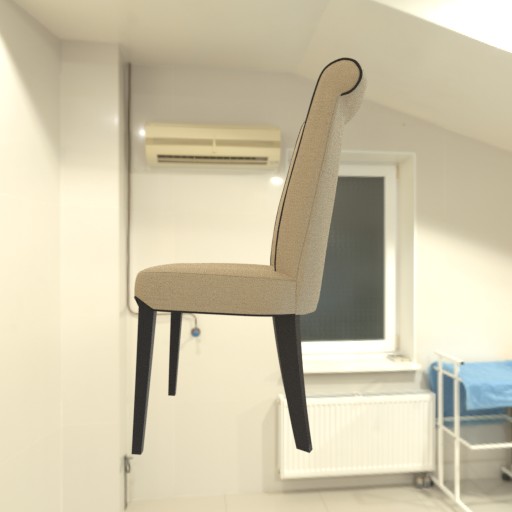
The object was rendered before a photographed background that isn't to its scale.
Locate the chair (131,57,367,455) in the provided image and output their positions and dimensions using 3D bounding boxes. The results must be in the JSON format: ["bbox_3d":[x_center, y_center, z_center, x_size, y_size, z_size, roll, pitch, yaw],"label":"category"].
[{"bbox_3d":[0.000,0.000,1.349,0.623,0.997,0.522,0,0,0],"label":"chair"}]
